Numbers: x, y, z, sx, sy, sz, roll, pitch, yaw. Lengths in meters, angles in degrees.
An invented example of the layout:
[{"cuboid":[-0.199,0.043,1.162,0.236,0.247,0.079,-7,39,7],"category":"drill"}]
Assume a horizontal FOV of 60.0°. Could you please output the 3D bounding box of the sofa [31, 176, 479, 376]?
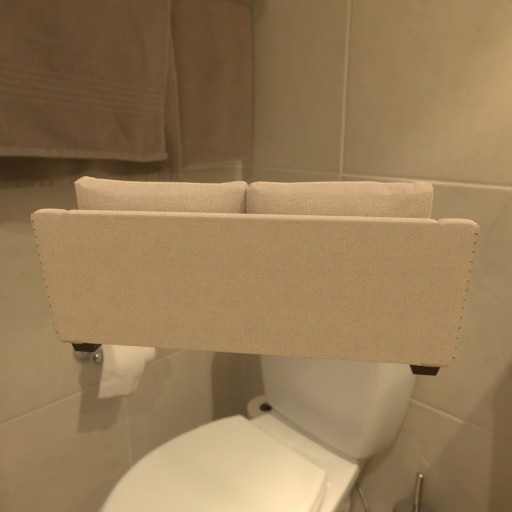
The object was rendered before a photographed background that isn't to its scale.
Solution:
[{"cuboid":[0.000,0.000,2.660,2.107,0.983,1.104,2,16,7],"category":"sofa"}]
